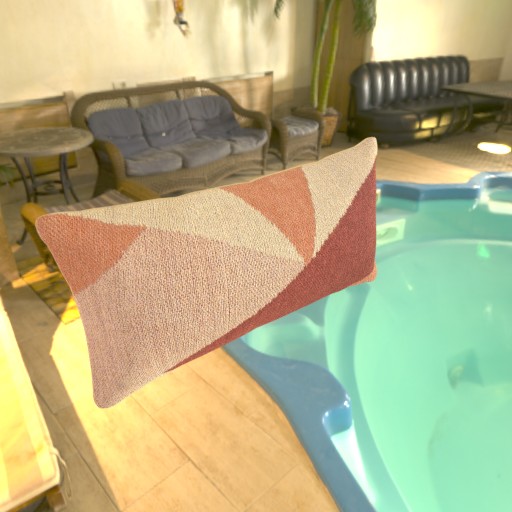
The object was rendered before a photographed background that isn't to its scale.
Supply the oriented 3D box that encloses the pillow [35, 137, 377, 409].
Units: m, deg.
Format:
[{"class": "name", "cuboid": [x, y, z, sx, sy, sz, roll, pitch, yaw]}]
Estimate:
[{"class": "pillow", "cuboid": [0.000, 0.000, 0.724, 0.609, 0.292, 0.155, -20, 34, -32]}]
